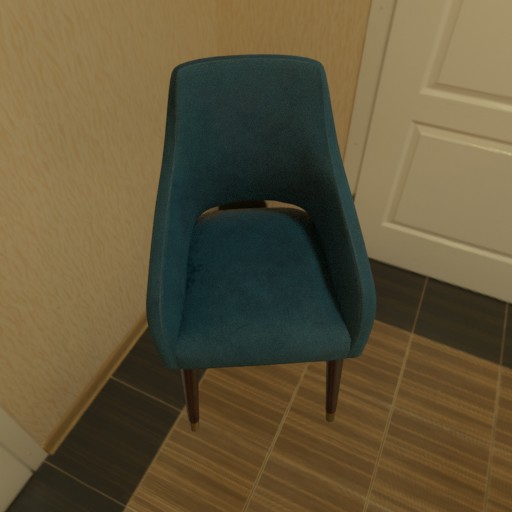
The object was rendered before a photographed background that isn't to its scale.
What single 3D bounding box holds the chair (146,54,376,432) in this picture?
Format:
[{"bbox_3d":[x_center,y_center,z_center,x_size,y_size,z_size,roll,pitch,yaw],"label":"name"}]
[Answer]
[{"bbox_3d":[0.000,0.000,1.565,0.683,1.081,0.794,-3,48,-3],"label":"chair"}]
